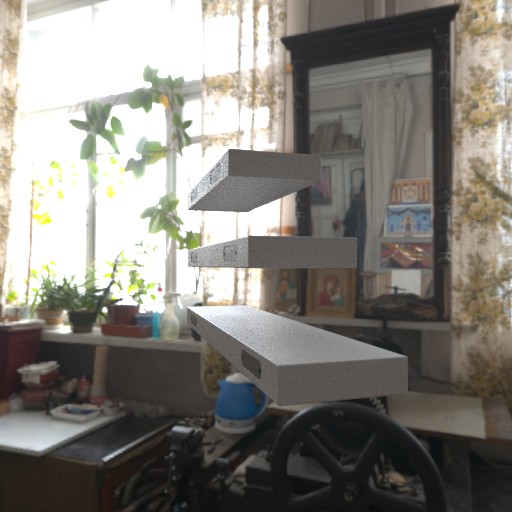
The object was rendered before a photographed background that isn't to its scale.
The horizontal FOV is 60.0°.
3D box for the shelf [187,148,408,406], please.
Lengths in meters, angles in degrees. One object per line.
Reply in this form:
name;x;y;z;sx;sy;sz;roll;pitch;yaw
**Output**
shelf;0.000;0.000;0.725;0.140;0.293;0.610;0;-1;-17
